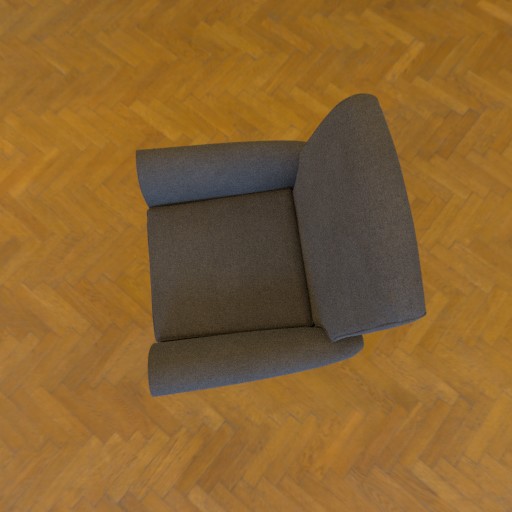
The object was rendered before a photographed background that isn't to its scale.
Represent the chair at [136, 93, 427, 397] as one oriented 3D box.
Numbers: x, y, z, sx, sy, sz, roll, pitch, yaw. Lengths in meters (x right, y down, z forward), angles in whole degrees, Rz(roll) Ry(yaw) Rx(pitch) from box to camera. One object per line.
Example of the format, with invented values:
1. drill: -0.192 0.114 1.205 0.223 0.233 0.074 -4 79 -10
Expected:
1. chair: 0.000 0.000 1.779 0.905 1.061 0.978 -7 75 -2
